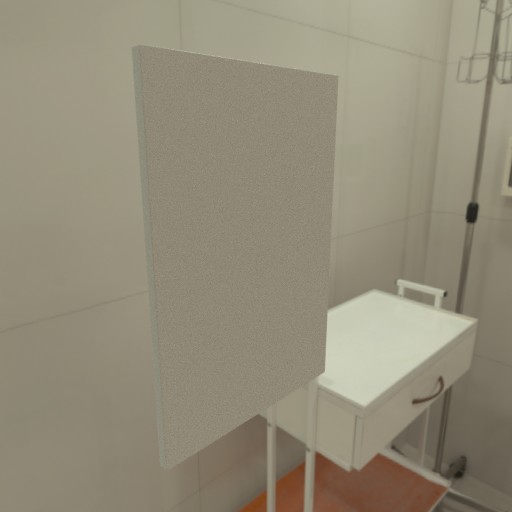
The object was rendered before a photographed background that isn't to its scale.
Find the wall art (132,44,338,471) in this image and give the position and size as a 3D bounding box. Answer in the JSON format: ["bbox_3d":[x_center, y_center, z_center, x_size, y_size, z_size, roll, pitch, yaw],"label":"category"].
[{"bbox_3d":[0.000,0.000,1.469,0.038,1.183,0.808,15,21,42],"label":"wall art"}]
